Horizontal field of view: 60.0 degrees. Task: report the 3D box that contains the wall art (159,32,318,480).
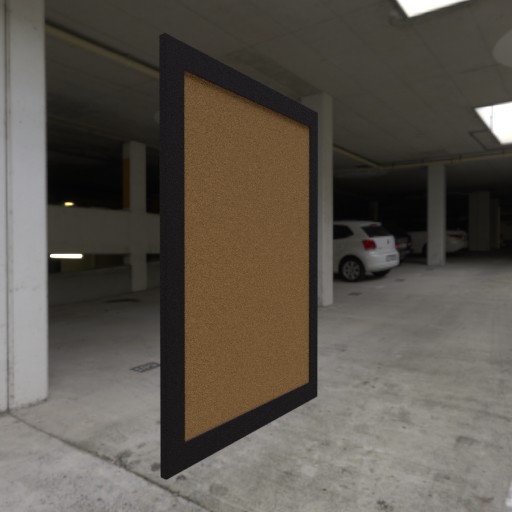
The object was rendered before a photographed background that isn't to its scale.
[{"bbox_3d":[0.000,0.000,0.676,0.012,0.529,0.374,1,1,36],"label":"wall art"}]
